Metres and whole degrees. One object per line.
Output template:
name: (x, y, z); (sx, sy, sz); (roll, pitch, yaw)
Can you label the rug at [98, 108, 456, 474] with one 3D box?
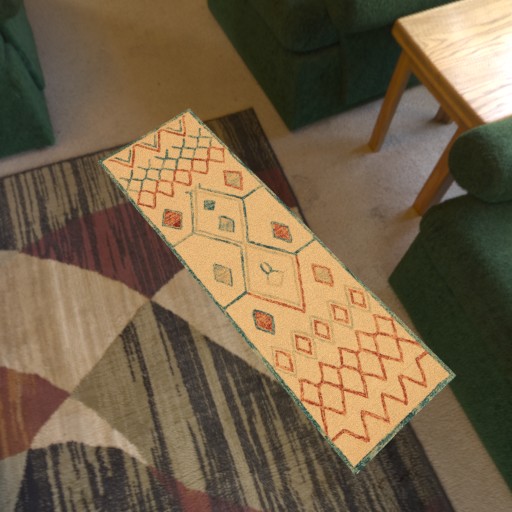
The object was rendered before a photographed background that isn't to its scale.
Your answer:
rug: (0.000, 0.000, 2.661); (0.750, 0.011, 2.435); (-36, 69, -16)
